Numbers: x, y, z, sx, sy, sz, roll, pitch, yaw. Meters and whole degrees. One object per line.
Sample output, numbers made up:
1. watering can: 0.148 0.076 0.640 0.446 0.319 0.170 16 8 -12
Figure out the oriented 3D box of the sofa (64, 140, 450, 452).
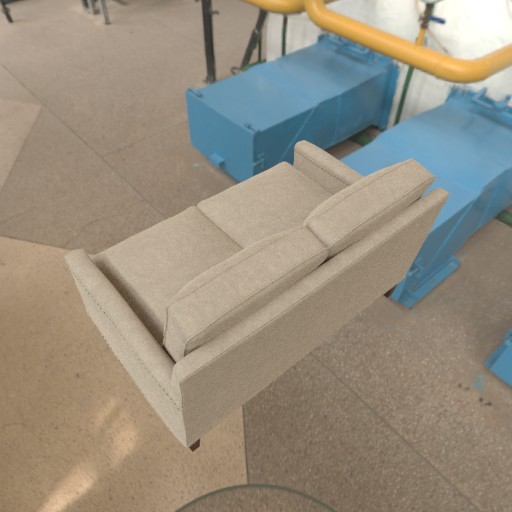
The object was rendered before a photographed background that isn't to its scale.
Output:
1. sofa: 0.000 0.000 2.281 1.597 1.002 1.084 -31 54 -26
